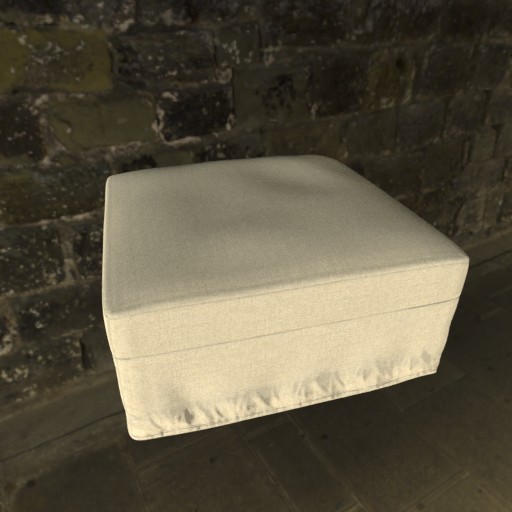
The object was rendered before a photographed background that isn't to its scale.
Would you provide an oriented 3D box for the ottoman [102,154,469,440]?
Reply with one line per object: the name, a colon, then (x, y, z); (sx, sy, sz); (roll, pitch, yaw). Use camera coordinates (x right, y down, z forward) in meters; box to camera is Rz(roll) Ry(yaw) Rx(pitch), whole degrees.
ottoman: (0.000, 0.000, 1.350); (0.843, 0.436, 0.840); (-8, 31, -14)
